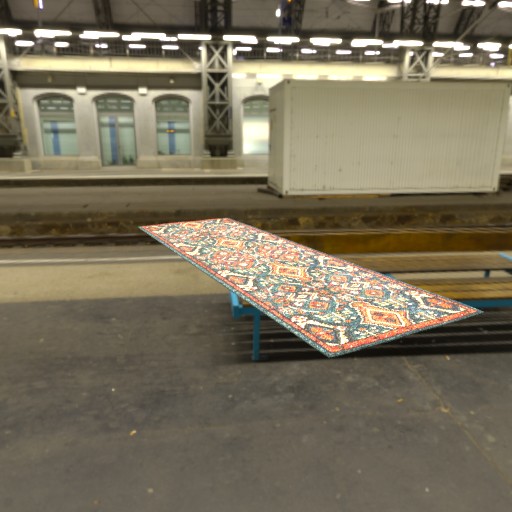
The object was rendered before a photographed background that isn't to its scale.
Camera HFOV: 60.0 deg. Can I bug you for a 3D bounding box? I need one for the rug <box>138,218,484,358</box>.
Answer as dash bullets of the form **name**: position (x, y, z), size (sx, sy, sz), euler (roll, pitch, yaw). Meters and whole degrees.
- **rug**: position (0.000, 0.000, 2.672), size (0.801, 0.010, 2.459), euler (-8, 17, -28)
